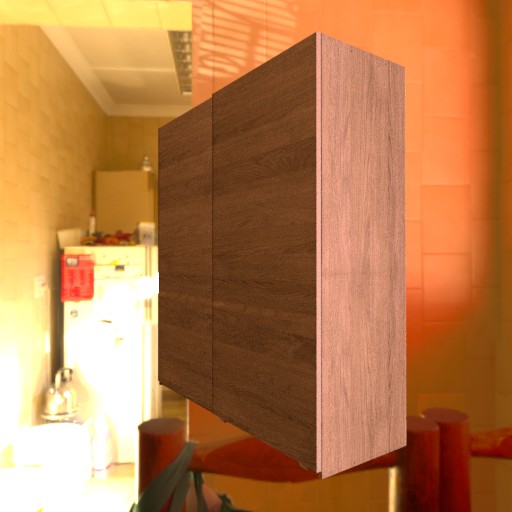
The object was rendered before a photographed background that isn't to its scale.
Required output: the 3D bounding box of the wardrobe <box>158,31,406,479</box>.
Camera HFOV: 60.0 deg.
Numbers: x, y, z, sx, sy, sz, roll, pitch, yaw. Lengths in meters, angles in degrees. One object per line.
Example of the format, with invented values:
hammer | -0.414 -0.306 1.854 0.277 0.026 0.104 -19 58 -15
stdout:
wardrobe | 0.000 0.000 2.828 0.629 1.960 1.780 0 0 -36
